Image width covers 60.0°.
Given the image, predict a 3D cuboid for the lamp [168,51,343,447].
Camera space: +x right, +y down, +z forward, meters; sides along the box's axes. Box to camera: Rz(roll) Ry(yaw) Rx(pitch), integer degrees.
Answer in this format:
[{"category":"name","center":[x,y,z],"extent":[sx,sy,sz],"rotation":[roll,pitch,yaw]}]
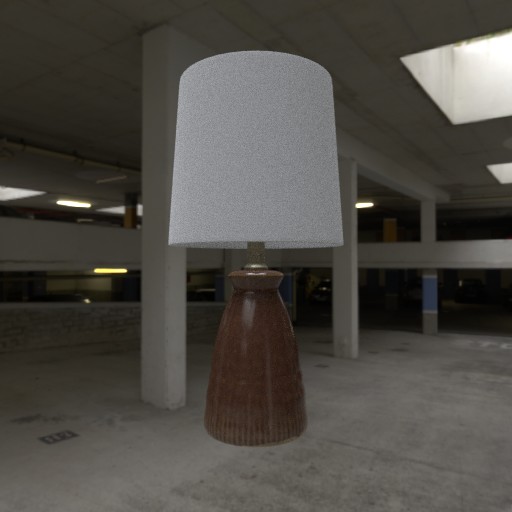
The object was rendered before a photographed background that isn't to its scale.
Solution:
[{"category":"lamp","center":[0.000,0.000,0.480],"extent":[0.186,0.369,0.186],"rotation":[0,-1,0]}]
